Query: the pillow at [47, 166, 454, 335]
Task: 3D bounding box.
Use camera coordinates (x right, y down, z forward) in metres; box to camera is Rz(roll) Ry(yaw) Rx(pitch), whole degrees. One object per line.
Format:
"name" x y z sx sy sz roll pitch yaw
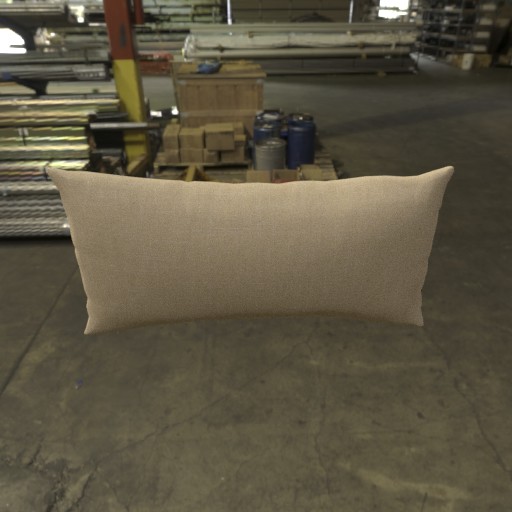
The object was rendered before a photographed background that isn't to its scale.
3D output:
"pillow" 0.000 0.000 0.727 0.612 0.308 0.148 -1 30 -2
